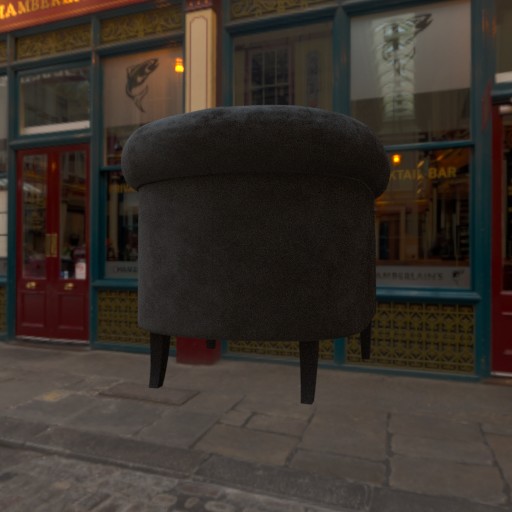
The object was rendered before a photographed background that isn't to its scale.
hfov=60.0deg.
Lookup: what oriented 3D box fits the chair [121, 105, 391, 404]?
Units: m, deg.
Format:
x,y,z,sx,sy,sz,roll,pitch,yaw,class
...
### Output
x,y,z,sx,sy,sz,roll,pitch,yaw,class
0.000,0.000,1.569,0.904,0.826,0.851,0,-1,19,chair
